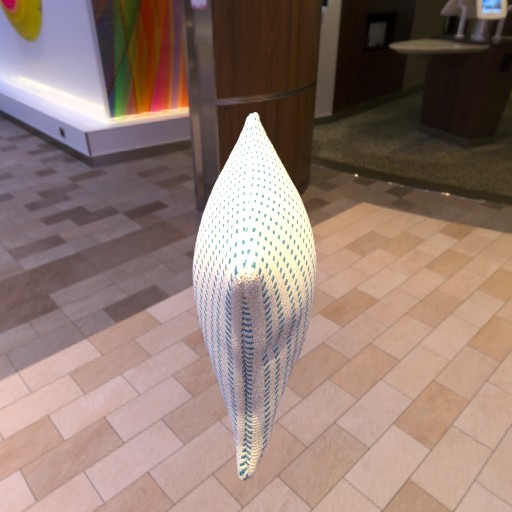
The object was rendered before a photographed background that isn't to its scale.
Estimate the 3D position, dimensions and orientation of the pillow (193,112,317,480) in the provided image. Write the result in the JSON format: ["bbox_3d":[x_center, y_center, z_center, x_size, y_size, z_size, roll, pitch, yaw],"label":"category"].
[{"bbox_3d":[0.000,0.000,0.797,0.210,0.353,0.640,0,32,0],"label":"pillow"}]
